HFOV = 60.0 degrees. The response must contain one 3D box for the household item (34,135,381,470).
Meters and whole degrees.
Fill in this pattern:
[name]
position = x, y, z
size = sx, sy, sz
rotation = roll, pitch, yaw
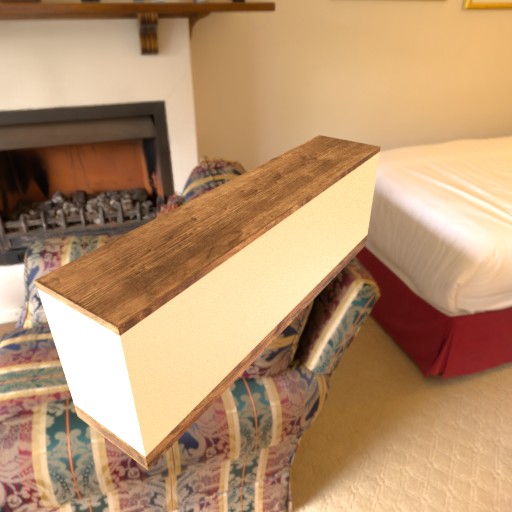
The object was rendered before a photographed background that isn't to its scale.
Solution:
[household item]
position = 0.000, 0.000, 2.024
size = 0.390, 0.615, 1.800
rotation = 20, 37, 29
